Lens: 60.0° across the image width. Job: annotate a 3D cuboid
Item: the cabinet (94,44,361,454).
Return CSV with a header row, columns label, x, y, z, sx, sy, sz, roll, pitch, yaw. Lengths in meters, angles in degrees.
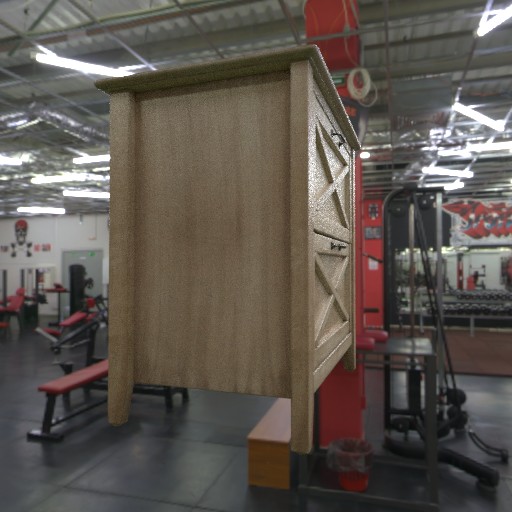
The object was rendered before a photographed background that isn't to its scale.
label,x,y,z,sx,sy,sz,roll,pitch,yaw
cabinet,0.000,0.000,1.244,0.503,0.762,0.763,0,-1,19
